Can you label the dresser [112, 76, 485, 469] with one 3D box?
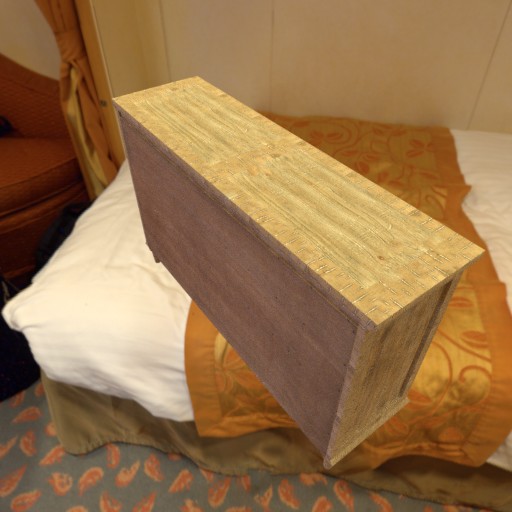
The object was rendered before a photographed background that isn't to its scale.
[{"bbox_3d":[0.000,0.000,2.012,0.457,1.016,1.626,-27,49,-26],"label":"dresser"}]
